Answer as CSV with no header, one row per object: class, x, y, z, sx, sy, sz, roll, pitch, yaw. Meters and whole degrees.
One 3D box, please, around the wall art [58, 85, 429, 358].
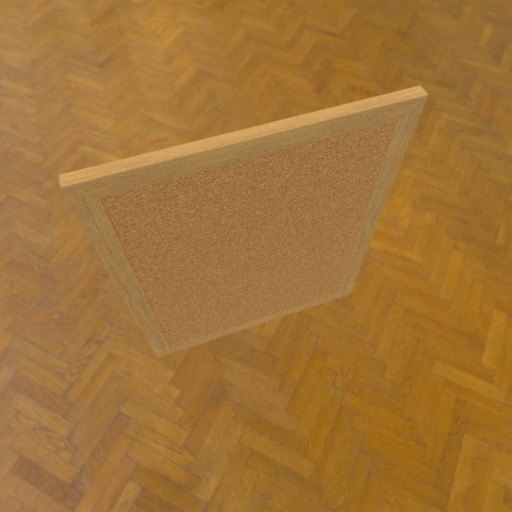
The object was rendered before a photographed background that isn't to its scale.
wall art,0.000,0.000,0.766,0.460,0.561,0.020,-17,60,-10
